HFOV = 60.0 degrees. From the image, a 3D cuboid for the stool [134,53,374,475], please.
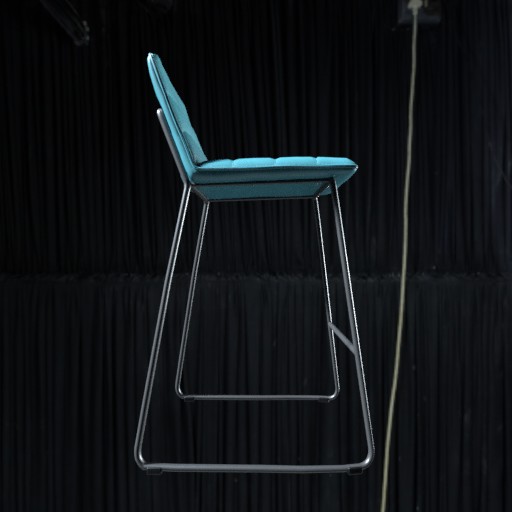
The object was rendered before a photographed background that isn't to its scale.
[{"bbox_3d":[0.000,0.000,1.189,0.524,0.936,0.489,0,1,1],"label":"stool"}]
